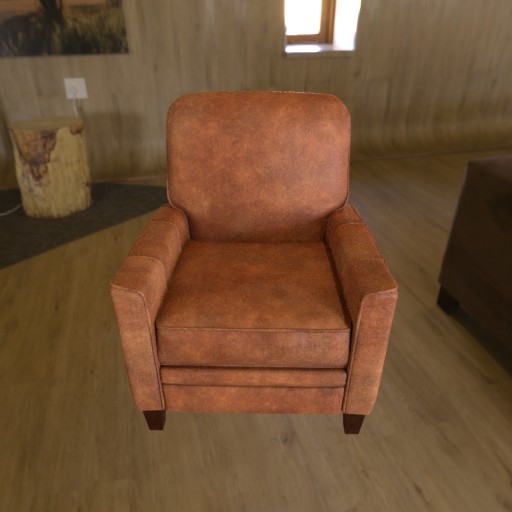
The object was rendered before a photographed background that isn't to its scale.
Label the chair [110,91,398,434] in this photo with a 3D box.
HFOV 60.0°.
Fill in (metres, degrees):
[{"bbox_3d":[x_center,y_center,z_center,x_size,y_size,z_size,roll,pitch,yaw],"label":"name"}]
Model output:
[{"bbox_3d":[0.000,0.000,1.647,0.843,1.043,0.836,1,30,1],"label":"chair"}]
